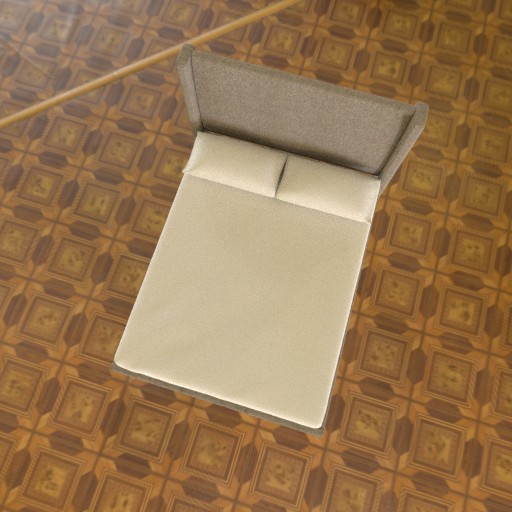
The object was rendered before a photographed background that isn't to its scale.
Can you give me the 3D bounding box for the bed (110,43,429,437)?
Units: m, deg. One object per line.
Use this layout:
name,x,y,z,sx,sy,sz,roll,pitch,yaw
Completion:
bed,0.000,0.000,3.370,1.714,1.481,2.245,16,74,5
